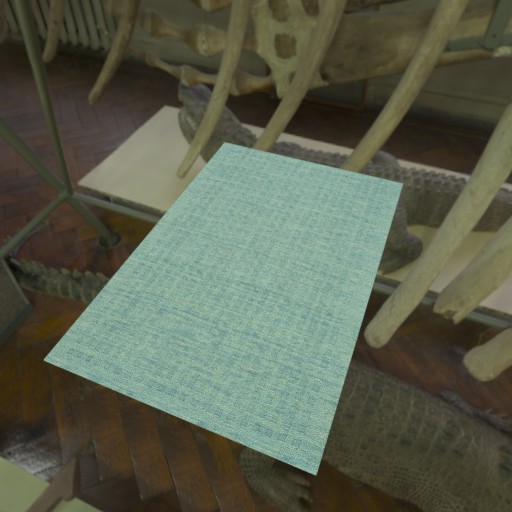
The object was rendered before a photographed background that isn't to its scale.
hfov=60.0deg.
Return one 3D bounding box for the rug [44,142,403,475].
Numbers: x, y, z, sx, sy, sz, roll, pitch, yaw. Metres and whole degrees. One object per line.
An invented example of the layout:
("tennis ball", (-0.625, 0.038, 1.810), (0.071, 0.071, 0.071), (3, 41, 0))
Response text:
("rug", (0.000, 0.000, 2.903), (1.522, 0.006, 2.286), (17, 49, 15))
